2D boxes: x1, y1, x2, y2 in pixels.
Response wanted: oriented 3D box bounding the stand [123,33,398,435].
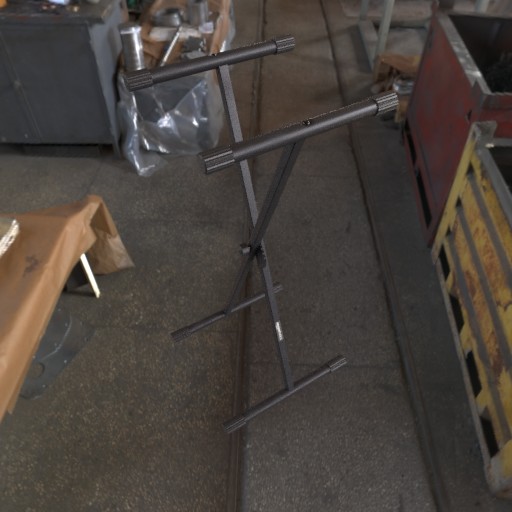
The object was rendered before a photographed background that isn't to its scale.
[{"bbox_3d":[0.000,0.000,1.173,0.449,0.940,0.409,-24,51,-21],"label":"stand"}]
